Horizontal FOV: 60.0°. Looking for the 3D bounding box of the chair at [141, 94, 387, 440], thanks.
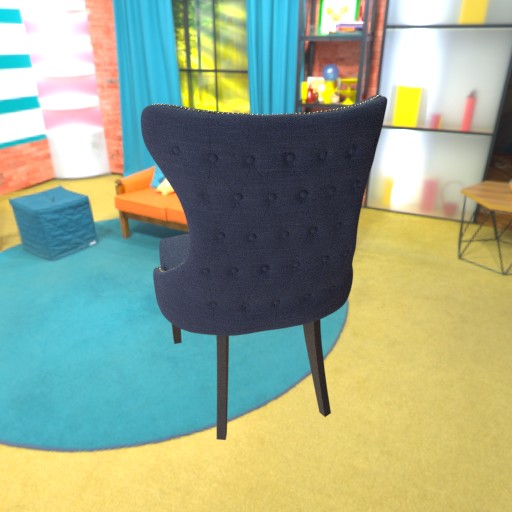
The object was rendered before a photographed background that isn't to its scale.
[{"bbox_3d":[0.000,0.000,1.371,0.628,0.967,0.635,-7,27,-14],"label":"chair"}]
